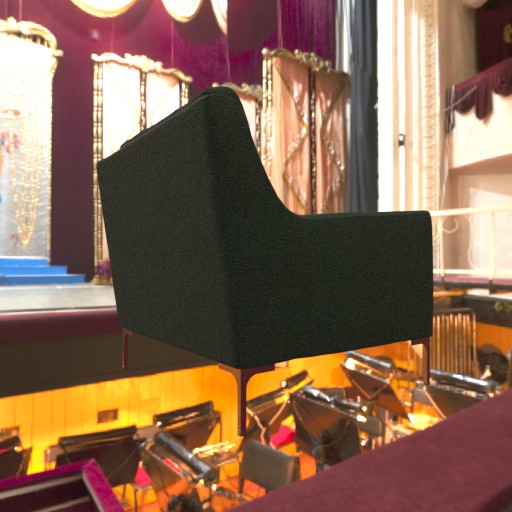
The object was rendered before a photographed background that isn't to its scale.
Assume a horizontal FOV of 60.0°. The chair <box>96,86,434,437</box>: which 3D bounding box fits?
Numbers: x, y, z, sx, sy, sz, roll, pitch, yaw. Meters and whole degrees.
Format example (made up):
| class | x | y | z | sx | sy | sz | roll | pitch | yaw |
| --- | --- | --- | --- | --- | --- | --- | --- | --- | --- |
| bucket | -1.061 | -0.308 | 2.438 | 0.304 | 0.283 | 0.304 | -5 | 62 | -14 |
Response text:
| class | x | y | z | sx | sy | sz | roll | pitch | yaw |
| --- | --- | --- | --- | --- | --- | --- | --- | --- | --- |
| chair | 0.000 | 0.000 | 1.515 | 0.849 | 0.828 | 0.847 | 0 | -1 | -36 |
